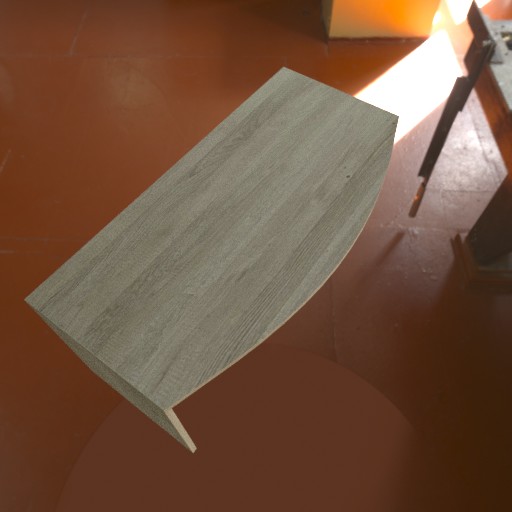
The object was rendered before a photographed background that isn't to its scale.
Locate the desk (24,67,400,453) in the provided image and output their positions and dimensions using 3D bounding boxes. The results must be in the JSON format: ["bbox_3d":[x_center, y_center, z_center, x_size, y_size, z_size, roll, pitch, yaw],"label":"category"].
[{"bbox_3d":[0.000,0.000,2.053,0.802,0.752,1.600,31,62,18],"label":"desk"}]
